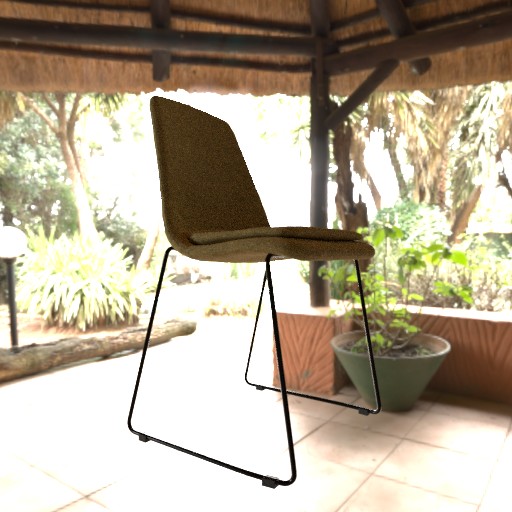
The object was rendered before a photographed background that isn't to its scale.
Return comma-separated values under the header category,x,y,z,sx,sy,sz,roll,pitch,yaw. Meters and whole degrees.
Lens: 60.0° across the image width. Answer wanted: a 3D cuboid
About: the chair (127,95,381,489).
category,x,y,z,sx,sy,sz,roll,pitch,yaw
chair,0.000,0.000,1.118,0.496,0.849,0.479,0,1,36
